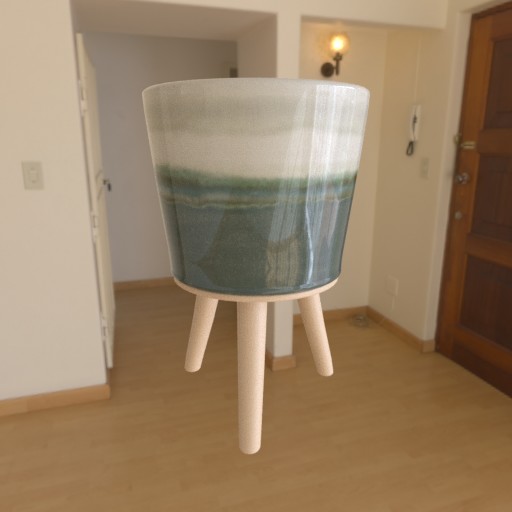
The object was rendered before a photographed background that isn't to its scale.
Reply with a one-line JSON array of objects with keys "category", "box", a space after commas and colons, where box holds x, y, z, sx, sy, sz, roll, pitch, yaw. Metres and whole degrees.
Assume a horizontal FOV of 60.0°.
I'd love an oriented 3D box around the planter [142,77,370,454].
[{"category": "planter", "box": [0.000, 0.000, 0.475, 0.217, 0.331, 0.217, -14, 20, -42]}]
